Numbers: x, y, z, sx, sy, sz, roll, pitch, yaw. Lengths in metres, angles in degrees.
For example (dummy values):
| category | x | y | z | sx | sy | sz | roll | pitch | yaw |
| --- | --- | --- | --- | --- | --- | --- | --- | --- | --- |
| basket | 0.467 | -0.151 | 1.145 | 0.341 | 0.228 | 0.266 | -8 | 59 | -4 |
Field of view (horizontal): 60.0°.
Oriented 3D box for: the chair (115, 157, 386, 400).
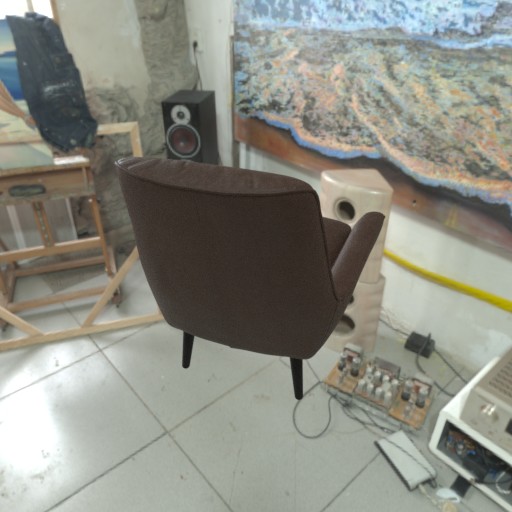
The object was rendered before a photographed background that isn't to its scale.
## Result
| category | x | y | z | sx | sy | sz | roll | pitch | yaw |
| --- | --- | --- | --- | --- | --- | --- | --- | --- | --- |
| chair | 0.000 | 0.000 | 1.527 | 0.787 | 0.888 | 0.824 | 11 | 34 | 16 |
